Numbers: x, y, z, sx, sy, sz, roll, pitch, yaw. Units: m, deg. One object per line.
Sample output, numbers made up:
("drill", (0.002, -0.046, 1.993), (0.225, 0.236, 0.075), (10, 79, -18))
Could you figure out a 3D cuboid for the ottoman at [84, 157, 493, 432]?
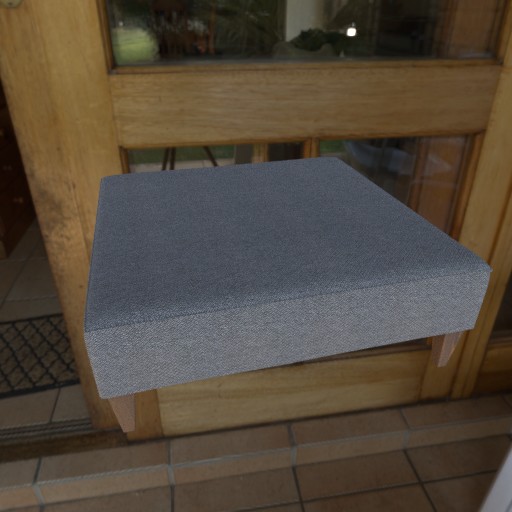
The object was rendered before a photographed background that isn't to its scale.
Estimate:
("ottoman", (0.000, 0.000, 1.465), (0.981, 0.378, 0.970), (-7, 30, -13))
